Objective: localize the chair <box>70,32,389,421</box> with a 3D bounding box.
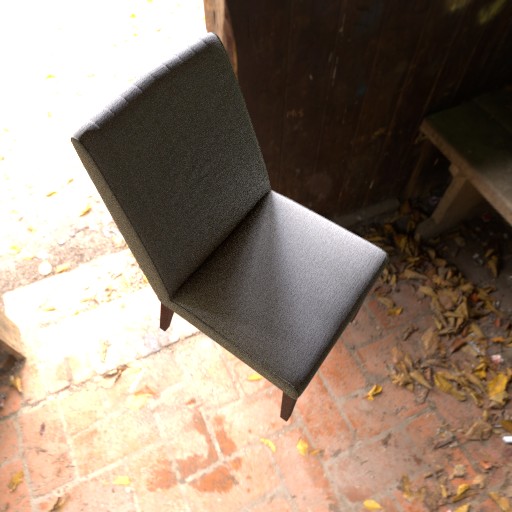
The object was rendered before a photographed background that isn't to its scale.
[{"bbox_3d":[0.000,0.000,1.202,0.594,0.900,0.480,32,63,18],"label":"chair"}]
